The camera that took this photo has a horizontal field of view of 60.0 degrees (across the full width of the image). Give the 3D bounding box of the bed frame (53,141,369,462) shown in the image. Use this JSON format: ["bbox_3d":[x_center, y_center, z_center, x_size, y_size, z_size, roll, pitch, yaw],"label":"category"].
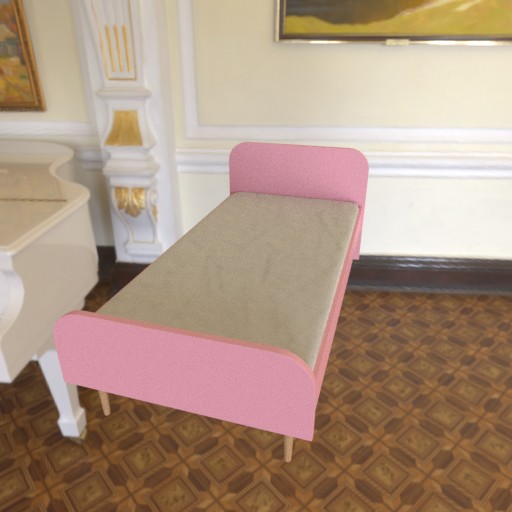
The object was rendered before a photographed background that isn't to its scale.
[{"bbox_3d":[0.000,0.000,2.403,0.998,0.805,1.963,8,27,15],"label":"bed frame"}]
